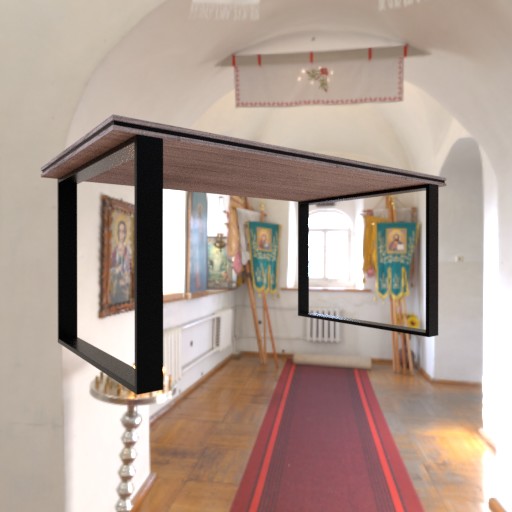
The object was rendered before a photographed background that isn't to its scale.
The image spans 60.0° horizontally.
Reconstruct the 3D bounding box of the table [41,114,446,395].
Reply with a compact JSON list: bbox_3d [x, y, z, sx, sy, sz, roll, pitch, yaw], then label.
[{"bbox_3d":[0.000,0.000,1.967,1.579,0.736,0.881,0,0,-37],"label":"table"}]
